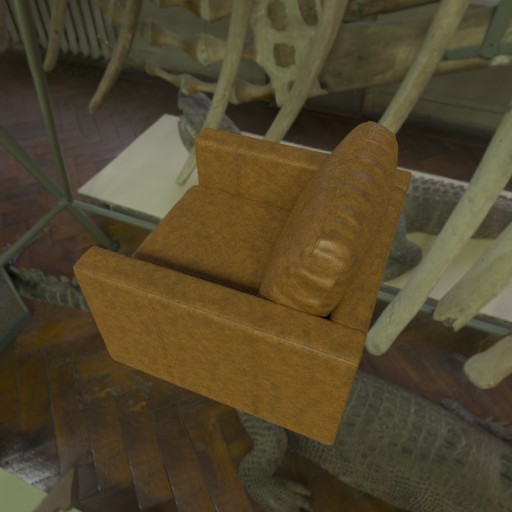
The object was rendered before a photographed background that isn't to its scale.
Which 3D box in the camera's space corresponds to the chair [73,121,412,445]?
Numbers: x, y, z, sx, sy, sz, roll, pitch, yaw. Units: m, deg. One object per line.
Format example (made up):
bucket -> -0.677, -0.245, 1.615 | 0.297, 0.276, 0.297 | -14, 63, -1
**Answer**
chair -> 0.000, 0.000, 1.647 | 0.909, 0.956, 0.890 | 16, 48, 15
